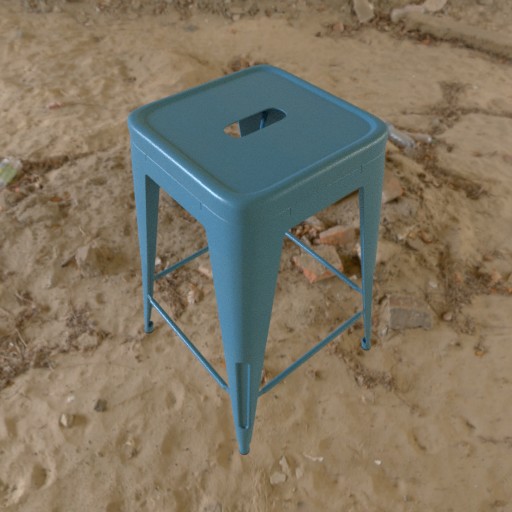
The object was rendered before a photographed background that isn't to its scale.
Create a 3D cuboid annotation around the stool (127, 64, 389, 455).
[{"bbox_3d":[0.000,0.000,0.894,0.410,0.608,0.410,-31,54,-26],"label":"stool"}]
